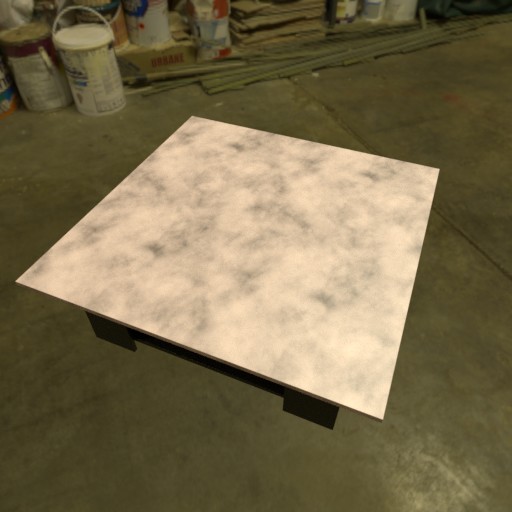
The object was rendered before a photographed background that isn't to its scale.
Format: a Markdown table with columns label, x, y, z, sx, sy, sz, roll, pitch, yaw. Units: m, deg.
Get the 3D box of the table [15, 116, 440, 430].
| label | x | y | z | sx | sy | sz | roll | pitch | yaw |
| --- | --- | --- | --- | --- | --- | --- | --- | --- | --- |
| table | 0.000 | 0.000 | 1.347 | 0.890 | 0.305 | 0.890 | 17 | 48 | 16 |
